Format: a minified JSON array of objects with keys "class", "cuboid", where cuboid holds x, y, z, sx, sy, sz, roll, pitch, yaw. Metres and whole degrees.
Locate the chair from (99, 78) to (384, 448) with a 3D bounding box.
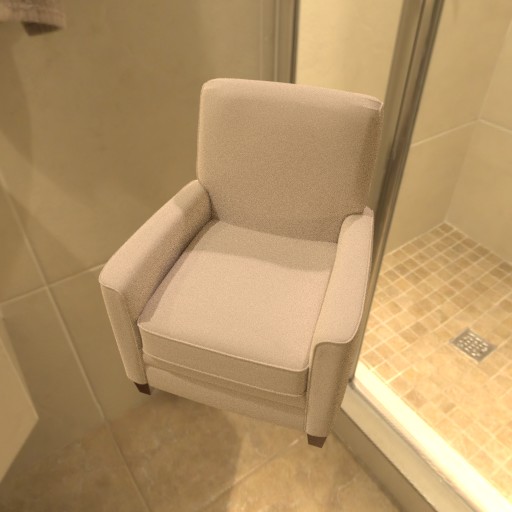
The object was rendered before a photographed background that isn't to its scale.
[{"class":"chair","cuboid":[0.000,0.000,1.646,0.841,1.028,0.858,12,41,14]}]
